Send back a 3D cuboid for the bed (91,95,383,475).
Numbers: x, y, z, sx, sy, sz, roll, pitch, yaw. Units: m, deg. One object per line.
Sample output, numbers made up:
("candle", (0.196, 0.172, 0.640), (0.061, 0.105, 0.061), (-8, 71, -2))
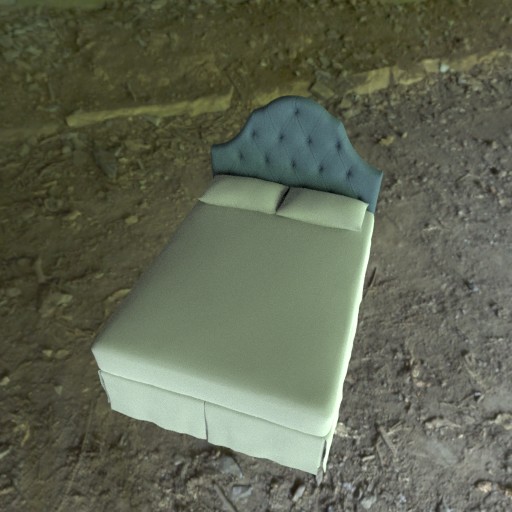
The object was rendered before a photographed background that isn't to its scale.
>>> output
("bed", (0.000, 0.000, 3.253), (1.636, 1.575, 2.155), (12, 43, 13))
